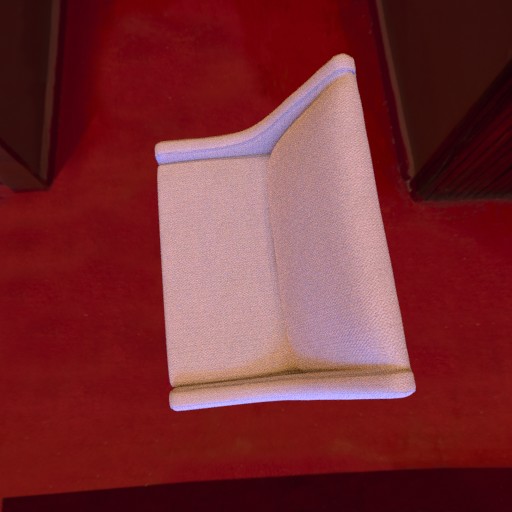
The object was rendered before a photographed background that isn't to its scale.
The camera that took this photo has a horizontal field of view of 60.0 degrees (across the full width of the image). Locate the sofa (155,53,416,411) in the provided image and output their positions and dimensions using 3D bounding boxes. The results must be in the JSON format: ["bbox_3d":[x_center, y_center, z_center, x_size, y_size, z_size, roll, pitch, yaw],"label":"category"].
[{"bbox_3d":[0.000,0.000,1.954,0.870,1.022,1.242,-6,76,-2],"label":"sofa"}]
